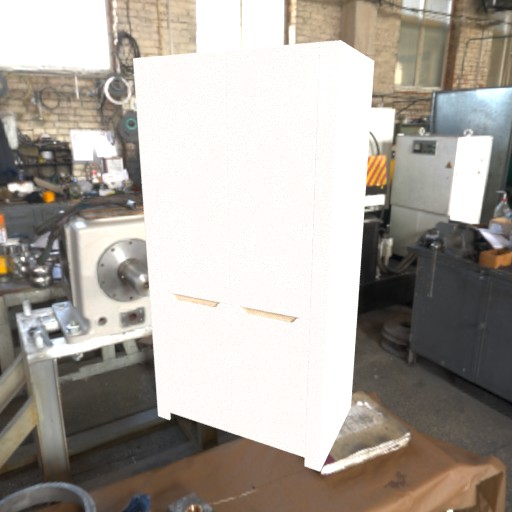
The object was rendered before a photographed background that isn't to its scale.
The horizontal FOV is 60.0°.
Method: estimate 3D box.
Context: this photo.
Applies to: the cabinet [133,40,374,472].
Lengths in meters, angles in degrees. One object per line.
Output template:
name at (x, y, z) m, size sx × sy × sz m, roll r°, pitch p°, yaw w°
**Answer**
cabinet at (0.000, 0.000, 2.349) m, size 0.980 × 1.920 × 0.580 m, roll 8°, pitch 18°, yaw 25°
